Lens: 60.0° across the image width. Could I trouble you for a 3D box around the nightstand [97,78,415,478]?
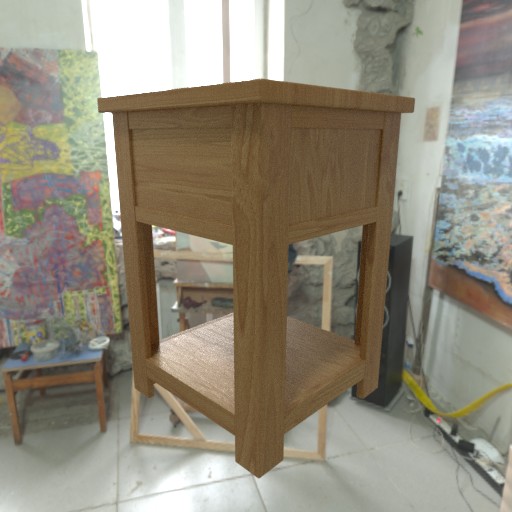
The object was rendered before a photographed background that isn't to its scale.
[{"bbox_3d":[0.000,0.000,0.910,0.428,0.614,0.418,14,21,43],"label":"nightstand"}]
